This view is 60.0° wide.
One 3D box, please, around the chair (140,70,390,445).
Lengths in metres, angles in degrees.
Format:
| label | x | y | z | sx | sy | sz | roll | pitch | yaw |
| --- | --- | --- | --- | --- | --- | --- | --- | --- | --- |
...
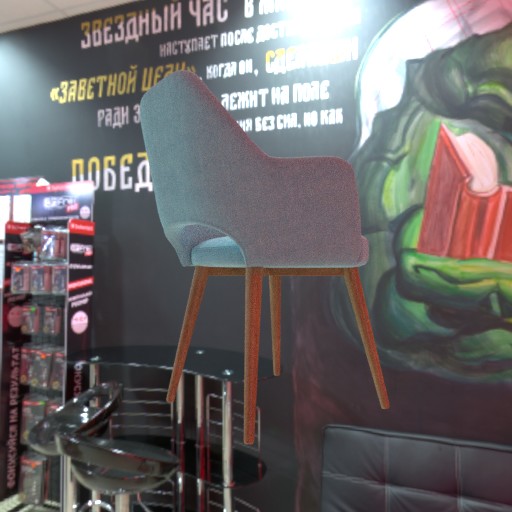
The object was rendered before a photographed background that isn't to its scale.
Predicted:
| label | x | y | z | sx | sy | sz | roll | pitch | yaw |
| --- | --- | --- | --- | --- | --- | --- | --- | --- | --- |
| chair | 0.000 | 0.000 | 1.238 | 0.610 | 0.840 | 0.590 | 1 | -1 | -38 |
